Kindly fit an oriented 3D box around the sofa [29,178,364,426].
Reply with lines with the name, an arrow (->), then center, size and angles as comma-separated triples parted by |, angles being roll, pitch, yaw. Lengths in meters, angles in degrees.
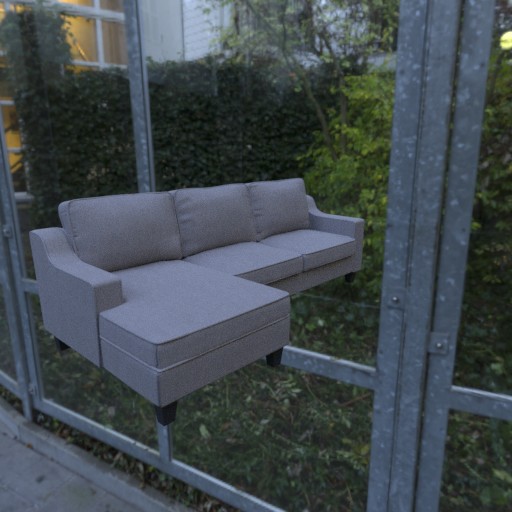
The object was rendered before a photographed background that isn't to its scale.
sofa -> 0.000, 0.000, 3.155 | 1.294, 0.928, 2.561 | 13, 20, 42
